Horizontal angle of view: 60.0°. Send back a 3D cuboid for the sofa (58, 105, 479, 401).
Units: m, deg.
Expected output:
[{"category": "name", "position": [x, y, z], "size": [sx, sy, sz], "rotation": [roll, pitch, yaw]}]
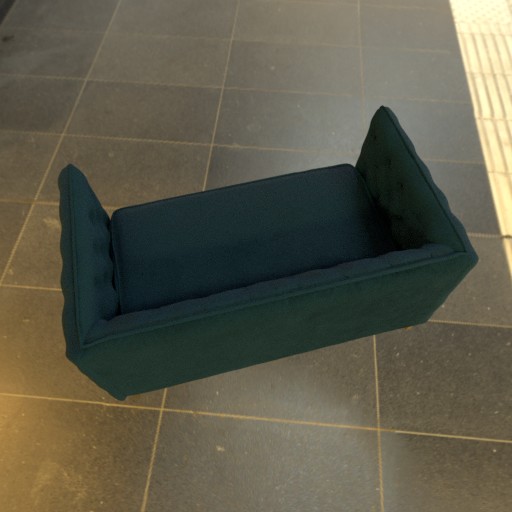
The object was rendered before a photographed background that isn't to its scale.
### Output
[{"category": "sofa", "position": [0.000, 0.000, 2.118], "size": [1.583, 0.810, 0.909], "rotation": [-13, 61, -7]}]
